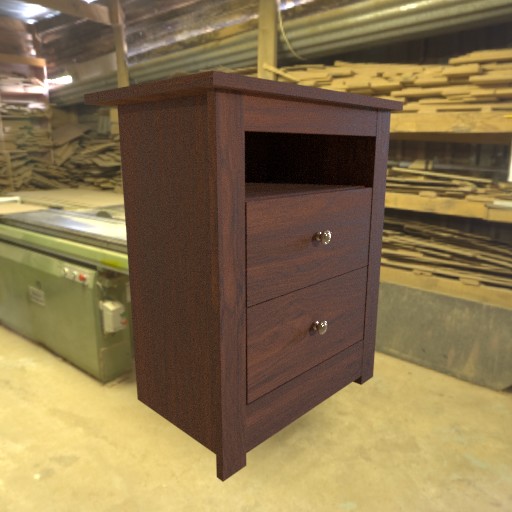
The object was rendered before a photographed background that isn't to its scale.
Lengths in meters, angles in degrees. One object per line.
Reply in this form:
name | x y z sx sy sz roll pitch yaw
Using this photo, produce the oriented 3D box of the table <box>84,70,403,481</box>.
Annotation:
table | 0.000 0.000 1.055 0.406 0.711 0.589 13 18 42
